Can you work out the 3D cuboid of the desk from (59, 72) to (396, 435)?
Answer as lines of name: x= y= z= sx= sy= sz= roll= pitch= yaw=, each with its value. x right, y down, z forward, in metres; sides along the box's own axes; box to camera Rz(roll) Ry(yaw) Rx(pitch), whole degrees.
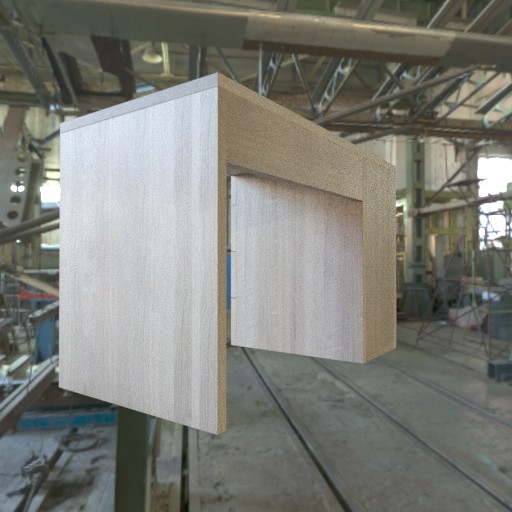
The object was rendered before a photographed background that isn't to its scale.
desk: x=0.000 y=0.000 z=1.514 sx=0.600 sy=0.731 sz=1.100 roll=0 pitch=-1 yaw=36
